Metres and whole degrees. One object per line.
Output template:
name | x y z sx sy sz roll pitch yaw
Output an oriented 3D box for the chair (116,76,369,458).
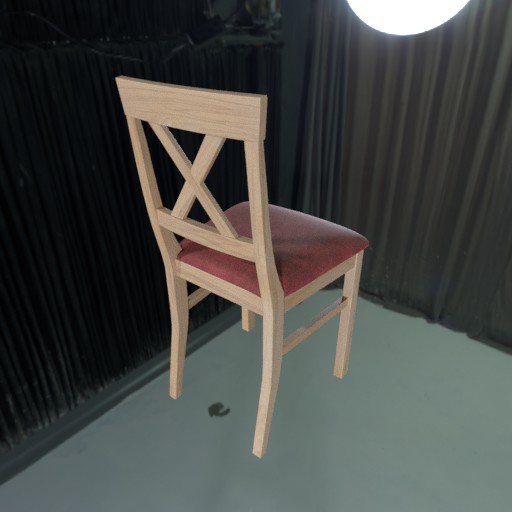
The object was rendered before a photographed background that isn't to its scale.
chair | 0.000 0.000 1.180 0.439 0.912 0.492 21 36 32
